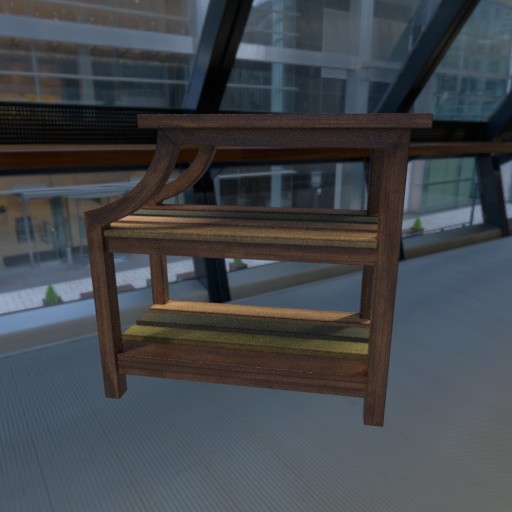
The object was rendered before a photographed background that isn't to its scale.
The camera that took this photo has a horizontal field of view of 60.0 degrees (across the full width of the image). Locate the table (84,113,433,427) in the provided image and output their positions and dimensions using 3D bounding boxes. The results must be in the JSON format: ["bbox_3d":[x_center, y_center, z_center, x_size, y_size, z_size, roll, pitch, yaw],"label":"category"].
[{"bbox_3d":[0.000,0.000,0.973,0.609,0.584,0.356,3,16,10],"label":"table"}]
